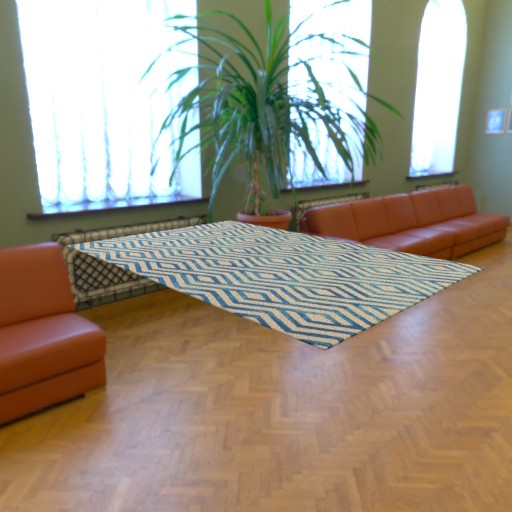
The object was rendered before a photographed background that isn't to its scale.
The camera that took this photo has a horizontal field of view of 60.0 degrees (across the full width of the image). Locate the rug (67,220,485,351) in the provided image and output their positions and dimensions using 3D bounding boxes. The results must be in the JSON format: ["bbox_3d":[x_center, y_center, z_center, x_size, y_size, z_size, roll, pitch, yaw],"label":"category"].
[{"bbox_3d":[0.000,0.000,2.304,1.225,0.008,1.830,-13,19,-42],"label":"rug"}]
